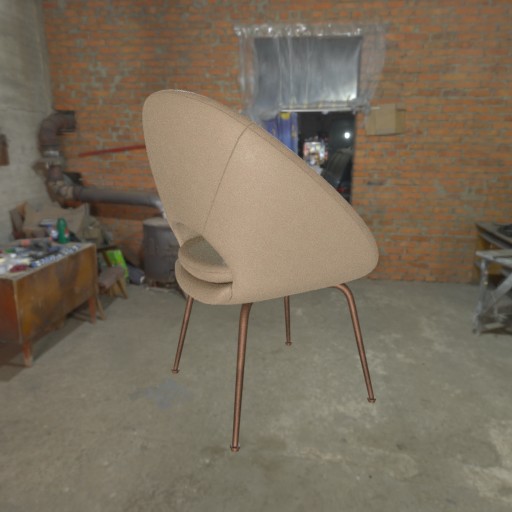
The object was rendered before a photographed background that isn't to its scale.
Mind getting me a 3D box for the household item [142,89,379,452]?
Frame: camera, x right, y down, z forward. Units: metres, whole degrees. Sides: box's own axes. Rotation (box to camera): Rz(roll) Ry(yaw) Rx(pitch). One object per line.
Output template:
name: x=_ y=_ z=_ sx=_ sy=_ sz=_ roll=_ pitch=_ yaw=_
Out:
household item: x=0.000 y=0.000 z=1.261 sx=0.573 sy=0.852 sz=0.623 roll=-7 pitch=15 yaw=-28
